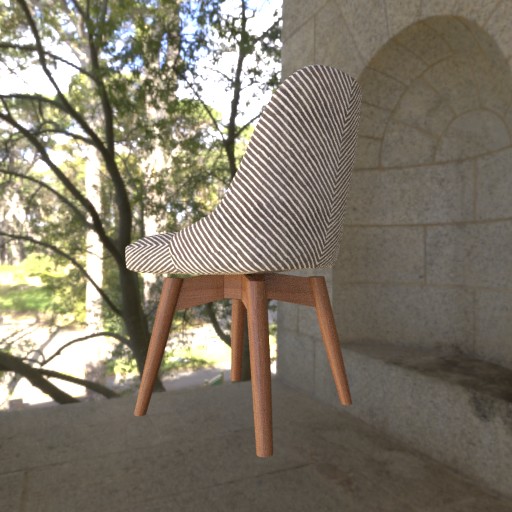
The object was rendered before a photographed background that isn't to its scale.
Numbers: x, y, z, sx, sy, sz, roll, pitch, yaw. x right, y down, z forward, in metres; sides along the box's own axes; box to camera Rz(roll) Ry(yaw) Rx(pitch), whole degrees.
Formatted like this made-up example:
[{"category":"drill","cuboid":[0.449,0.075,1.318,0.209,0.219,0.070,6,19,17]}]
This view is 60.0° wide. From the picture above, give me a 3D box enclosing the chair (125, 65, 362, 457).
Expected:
[{"category":"chair","cuboid":[0.000,0.000,1.264,0.591,0.883,0.504,0,0,36]}]
